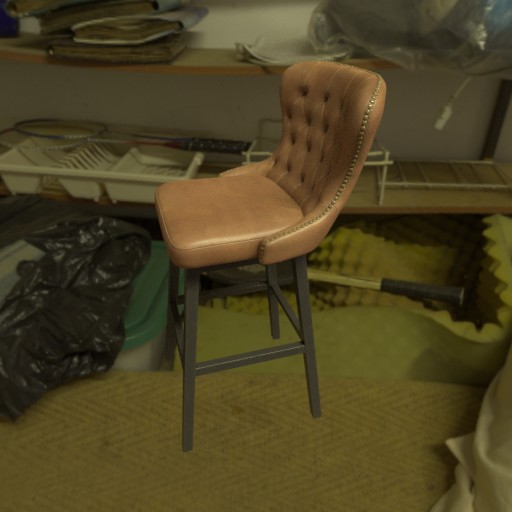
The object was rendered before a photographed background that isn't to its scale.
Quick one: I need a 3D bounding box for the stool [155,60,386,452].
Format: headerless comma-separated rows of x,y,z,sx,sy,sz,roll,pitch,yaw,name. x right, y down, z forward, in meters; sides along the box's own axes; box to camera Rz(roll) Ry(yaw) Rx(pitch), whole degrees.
0.000,0.000,1.354,0.601,1.050,0.528,-9,31,-15,stool
